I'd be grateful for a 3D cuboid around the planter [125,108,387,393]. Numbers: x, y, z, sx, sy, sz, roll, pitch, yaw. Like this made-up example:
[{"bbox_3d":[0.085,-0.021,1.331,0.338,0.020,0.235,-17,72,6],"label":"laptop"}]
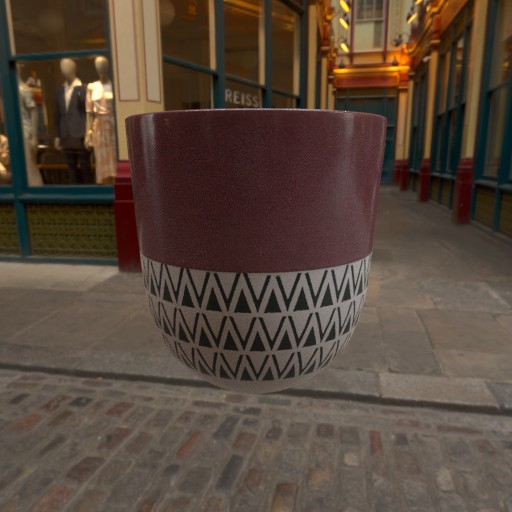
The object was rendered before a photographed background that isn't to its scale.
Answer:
[{"bbox_3d":[0.000,0.000,0.366,0.195,0.214,0.195,0,13,0],"label":"planter"}]
